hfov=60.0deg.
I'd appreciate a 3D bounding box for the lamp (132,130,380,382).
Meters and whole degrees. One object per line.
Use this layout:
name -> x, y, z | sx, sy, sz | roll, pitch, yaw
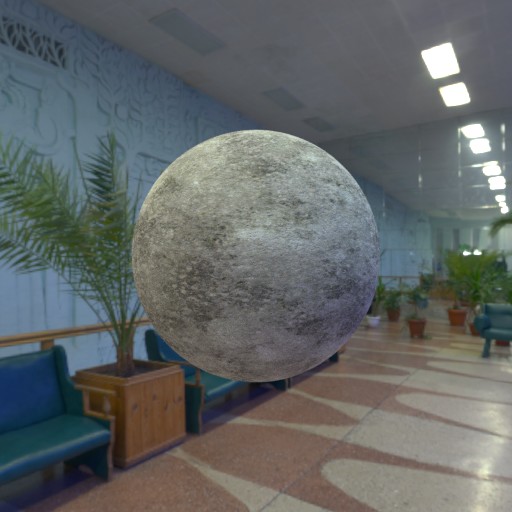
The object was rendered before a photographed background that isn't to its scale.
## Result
lamp -> 0.000, 0.000, 0.782 | 0.422, 0.429, 0.422 | 0, -1, 0
